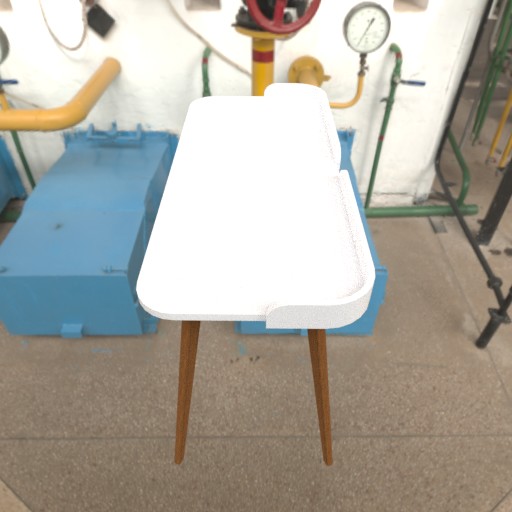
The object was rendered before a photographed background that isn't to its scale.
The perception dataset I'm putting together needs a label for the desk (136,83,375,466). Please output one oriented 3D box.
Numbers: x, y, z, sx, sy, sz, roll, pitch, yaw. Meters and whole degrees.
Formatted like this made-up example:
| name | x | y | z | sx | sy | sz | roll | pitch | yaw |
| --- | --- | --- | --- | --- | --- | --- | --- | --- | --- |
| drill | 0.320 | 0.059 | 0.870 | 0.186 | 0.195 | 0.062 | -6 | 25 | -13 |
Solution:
| name | x | y | z | sx | sy | sz | roll | pitch | yaw |
| --- | --- | --- | --- | --- | --- | --- | --- | --- | --- |
| desk | 0.000 | 0.000 | 1.615 | 0.534 | 0.807 | 1.206 | 0 | 42 | 0 |
